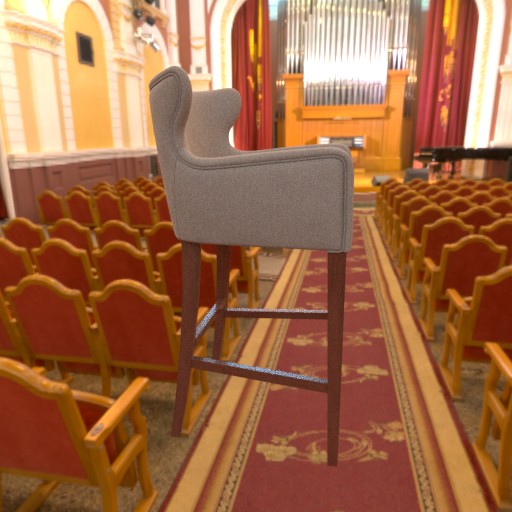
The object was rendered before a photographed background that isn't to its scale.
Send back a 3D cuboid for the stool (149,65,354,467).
[{"bbox_3d":[0.000,0.000,1.395,0.575,1.047,0.575,3,16,11],"label":"stool"}]
